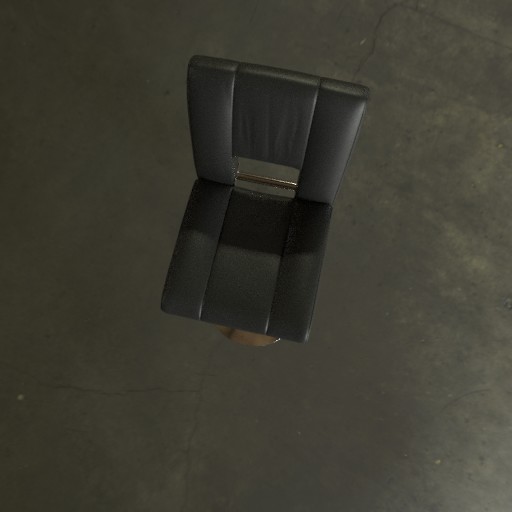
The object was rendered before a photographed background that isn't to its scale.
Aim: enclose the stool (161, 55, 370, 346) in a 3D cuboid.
[{"bbox_3d":[0.000,0.000,1.404,0.415,1.151,0.520,12,74,3],"label":"stool"}]
